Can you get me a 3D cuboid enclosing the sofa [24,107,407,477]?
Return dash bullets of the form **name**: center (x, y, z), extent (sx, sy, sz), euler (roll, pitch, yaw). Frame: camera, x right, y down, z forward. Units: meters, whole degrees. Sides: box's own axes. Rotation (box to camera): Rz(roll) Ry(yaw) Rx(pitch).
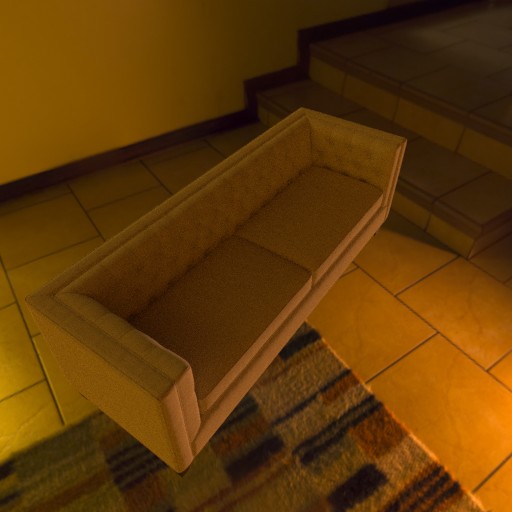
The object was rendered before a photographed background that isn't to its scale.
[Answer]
- **sofa**: center (0.000, 0.000, 2.509), extent (0.775, 0.762, 2.159), euler (26, 49, 25)
